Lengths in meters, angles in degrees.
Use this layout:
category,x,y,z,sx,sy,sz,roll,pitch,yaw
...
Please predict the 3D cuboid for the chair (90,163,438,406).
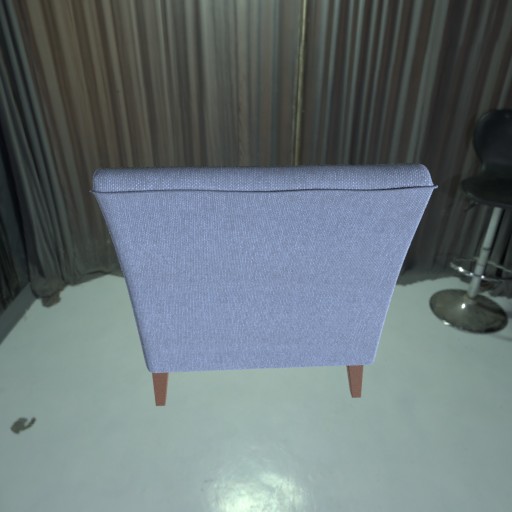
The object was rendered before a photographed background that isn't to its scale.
category,x,y,z,sx,sy,sz,roll,pitch,yaw
chair,0.000,0.000,1.562,0.780,0.919,0.899,-2,30,-3
